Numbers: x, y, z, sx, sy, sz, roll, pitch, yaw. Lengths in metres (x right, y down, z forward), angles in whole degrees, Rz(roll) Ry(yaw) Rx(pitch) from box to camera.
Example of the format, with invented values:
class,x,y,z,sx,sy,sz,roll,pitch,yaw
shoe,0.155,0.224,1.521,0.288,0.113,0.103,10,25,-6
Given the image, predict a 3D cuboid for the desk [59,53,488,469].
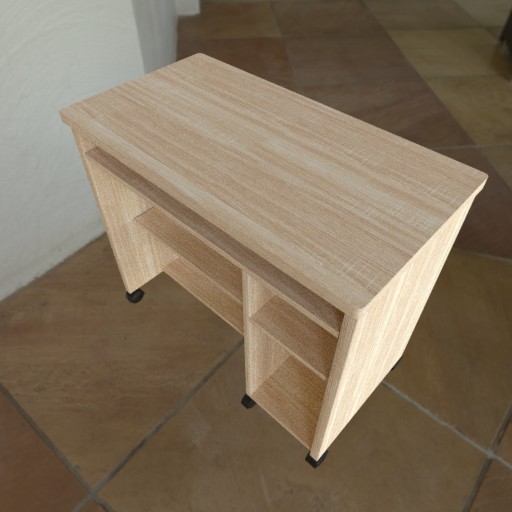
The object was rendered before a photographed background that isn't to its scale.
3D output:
class,x,y,z,sx,sy,sz,roll,pitch,yaw
desk,0.000,0.000,1.279,0.884,0.770,0.480,34,56,28
